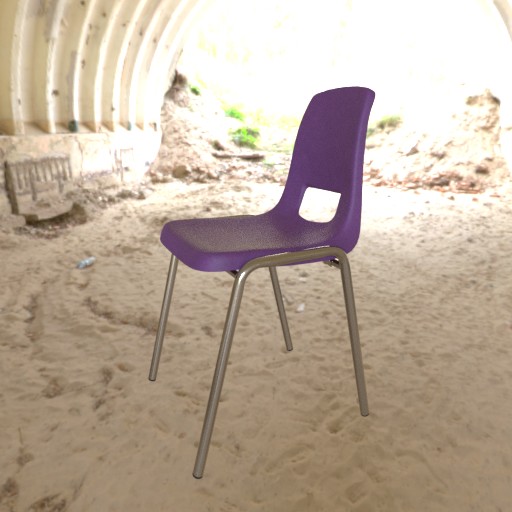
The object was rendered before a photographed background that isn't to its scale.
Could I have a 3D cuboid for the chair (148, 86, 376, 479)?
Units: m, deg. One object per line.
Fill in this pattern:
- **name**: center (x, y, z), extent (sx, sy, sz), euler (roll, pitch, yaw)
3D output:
- **chair**: center (0.000, 0.000, 0.963), extent (0.432, 0.704, 0.381), euler (-8, 18, -25)
